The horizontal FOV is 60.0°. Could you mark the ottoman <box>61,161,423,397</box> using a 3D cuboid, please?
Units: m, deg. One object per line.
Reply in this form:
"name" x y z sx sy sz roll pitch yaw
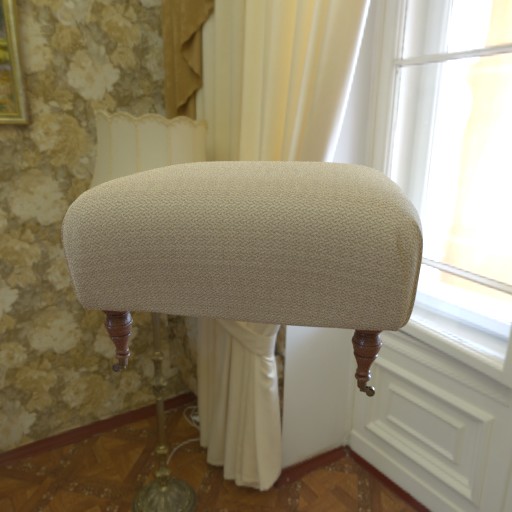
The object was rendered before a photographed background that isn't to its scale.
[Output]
"ottoman" 0.000 0.000 1.082 0.684 0.447 0.622 3 17 9
